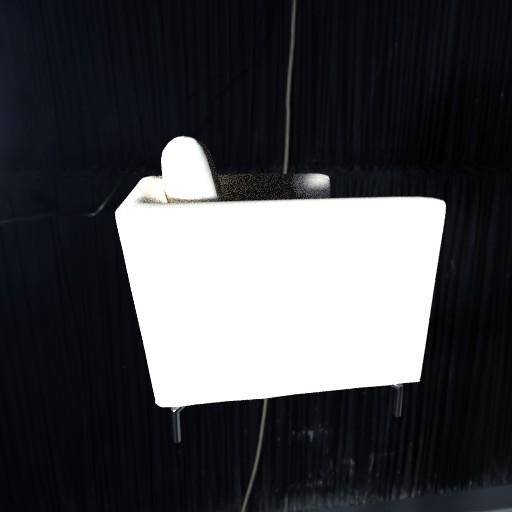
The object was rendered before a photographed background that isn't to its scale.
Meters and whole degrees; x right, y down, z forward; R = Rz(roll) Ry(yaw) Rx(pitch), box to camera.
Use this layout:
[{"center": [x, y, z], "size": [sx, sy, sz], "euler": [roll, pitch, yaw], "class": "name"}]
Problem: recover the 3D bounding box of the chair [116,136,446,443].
[{"center": [0.000, 0.000, 1.675], "size": [0.889, 0.865, 1.041], "euler": [-3, 15, -10], "class": "chair"}]
